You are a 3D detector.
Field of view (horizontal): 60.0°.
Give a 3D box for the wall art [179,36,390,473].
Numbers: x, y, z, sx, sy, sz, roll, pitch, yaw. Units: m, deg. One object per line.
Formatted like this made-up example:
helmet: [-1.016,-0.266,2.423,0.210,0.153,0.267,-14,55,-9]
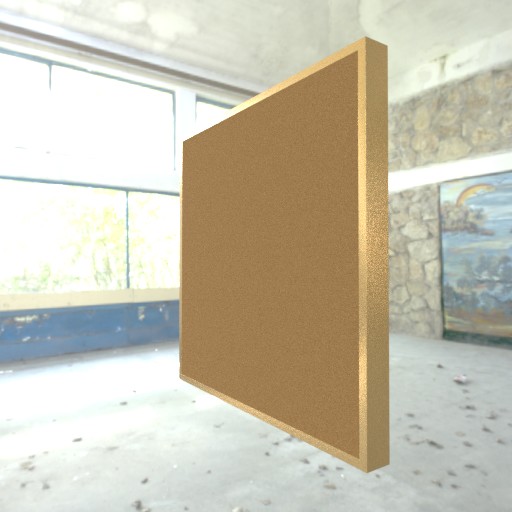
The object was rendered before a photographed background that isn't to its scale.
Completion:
wall art: [0.000,0.000,0.736,0.040,0.509,0.509,1,-1,-35]
